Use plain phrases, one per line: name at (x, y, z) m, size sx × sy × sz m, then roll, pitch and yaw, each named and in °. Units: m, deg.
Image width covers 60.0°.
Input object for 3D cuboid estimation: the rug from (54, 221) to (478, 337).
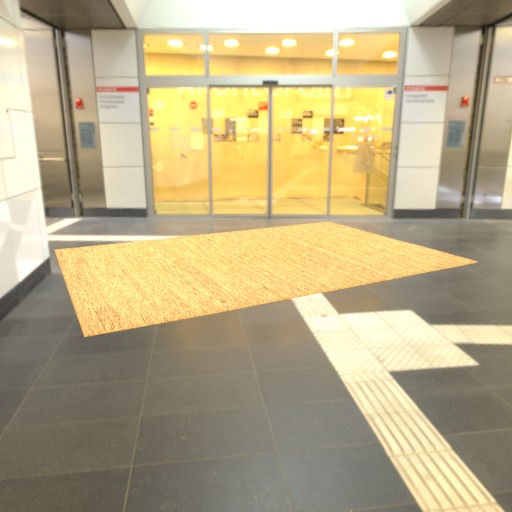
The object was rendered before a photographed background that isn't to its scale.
rug at (0.000, 0.000, 2.307) m, size 1.840 × 0.013 × 1.225 m, roll -8°, pitch 17°, yaw -27°
